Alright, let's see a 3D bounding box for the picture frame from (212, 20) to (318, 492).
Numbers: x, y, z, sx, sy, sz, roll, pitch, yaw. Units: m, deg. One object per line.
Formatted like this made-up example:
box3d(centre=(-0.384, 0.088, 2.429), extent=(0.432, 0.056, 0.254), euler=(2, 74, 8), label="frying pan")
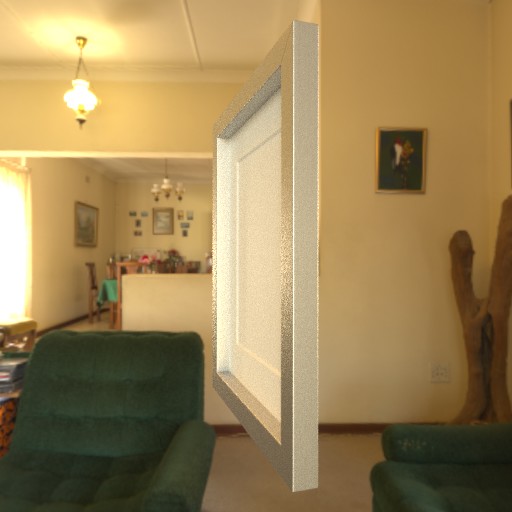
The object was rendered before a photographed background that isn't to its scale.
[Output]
box3d(centre=(0.000, 0.000, 0.514), extent=(0.036, 0.386, 0.307), euler=(0, 0, -18), label="picture frame")
